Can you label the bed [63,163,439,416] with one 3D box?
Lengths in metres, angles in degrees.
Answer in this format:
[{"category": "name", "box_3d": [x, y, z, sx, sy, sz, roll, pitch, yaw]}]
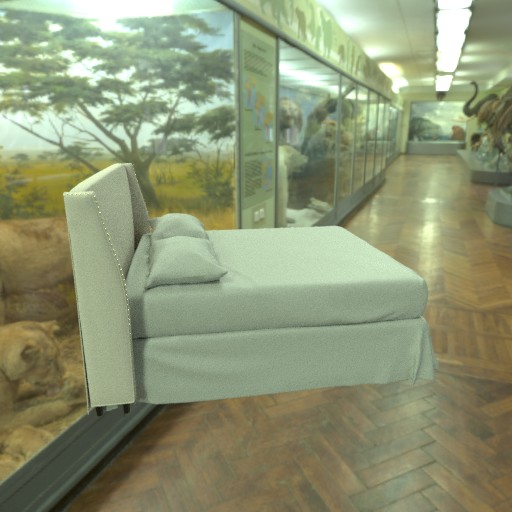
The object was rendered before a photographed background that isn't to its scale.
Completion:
[{"category": "bed", "box_3d": [0.000, 0.000, 3.443, 2.276, 1.332, 1.925, -3, 17, -9]}]
